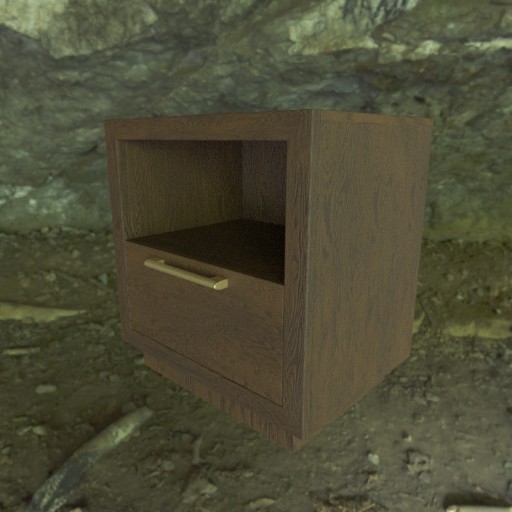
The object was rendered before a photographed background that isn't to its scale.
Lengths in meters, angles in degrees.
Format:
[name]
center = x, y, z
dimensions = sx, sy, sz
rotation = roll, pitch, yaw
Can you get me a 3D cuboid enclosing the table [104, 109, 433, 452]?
[table]
center = 0.000, 0.000, 0.988
dimensions = 0.560, 0.585, 0.439
rotation = 14, 20, 41
